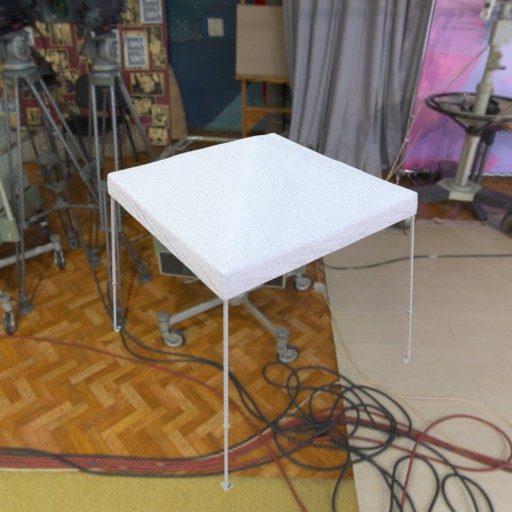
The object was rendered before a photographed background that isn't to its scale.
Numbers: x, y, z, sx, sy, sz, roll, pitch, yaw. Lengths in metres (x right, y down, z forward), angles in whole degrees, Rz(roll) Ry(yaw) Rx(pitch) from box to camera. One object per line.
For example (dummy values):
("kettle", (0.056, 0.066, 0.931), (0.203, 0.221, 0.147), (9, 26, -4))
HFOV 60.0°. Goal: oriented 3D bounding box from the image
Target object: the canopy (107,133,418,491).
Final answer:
("canopy", (0.000, 0.000, 5.183), (2.849, 2.850, 2.850), (-22, 40, -30))
